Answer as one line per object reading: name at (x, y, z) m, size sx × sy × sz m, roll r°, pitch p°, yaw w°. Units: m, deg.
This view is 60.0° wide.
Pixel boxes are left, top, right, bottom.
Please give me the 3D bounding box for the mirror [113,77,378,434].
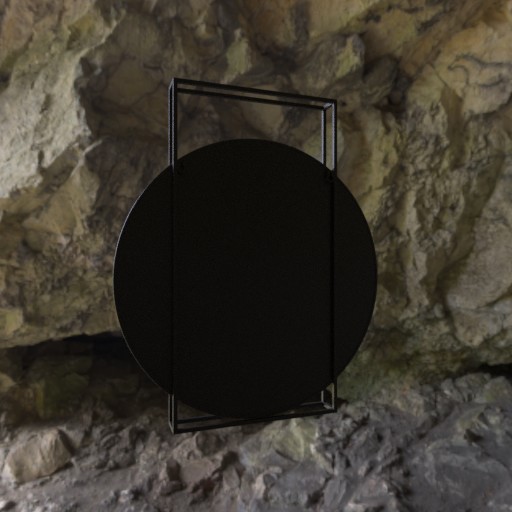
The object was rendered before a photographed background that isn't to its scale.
mirror at (0.000, 0.000, 0.825) m, size 0.508 × 0.603 × 0.051 m, roll 0°, pitch 0°, yaw -20°
